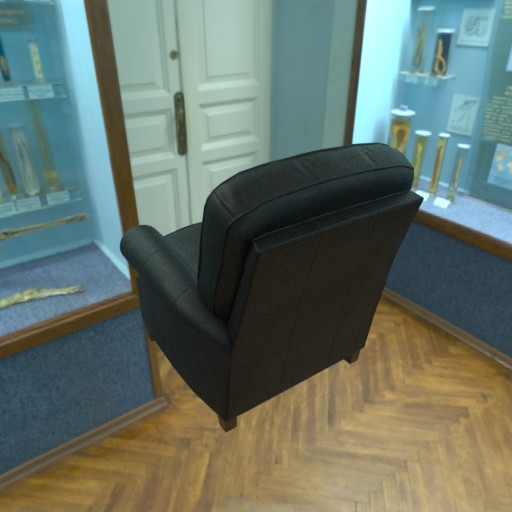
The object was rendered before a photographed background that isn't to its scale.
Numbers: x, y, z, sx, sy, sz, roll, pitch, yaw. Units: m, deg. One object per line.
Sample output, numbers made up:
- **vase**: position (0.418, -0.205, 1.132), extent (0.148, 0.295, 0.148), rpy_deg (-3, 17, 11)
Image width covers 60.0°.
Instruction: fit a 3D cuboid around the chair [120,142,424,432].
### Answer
- **chair**: position (0.000, 0.000, 1.807), extent (0.936, 1.018, 0.986), rpy_deg (-19, 34, -30)
